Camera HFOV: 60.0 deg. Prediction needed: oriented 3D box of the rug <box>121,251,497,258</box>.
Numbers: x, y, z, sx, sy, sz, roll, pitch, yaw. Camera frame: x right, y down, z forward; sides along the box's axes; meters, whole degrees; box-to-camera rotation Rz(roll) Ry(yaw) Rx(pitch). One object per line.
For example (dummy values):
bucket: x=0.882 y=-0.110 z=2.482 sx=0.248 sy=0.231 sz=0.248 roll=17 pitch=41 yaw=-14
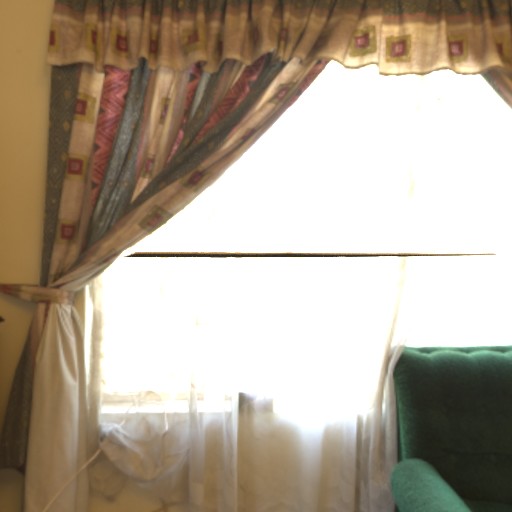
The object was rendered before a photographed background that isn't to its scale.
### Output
rug: x=0.000 y=0.000 z=4.294 sx=2.449 sy=0.019 sz=3.357 roll=0 pitch=-1 yaw=-18
